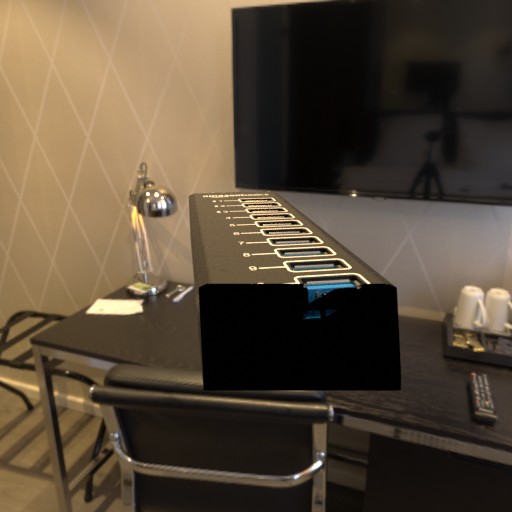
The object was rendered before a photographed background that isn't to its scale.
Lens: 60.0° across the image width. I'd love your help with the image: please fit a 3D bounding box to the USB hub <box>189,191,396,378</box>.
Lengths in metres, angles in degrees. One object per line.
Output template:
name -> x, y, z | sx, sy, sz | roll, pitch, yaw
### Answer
USB hub -> 0.000, 0.000, 0.158 | 0.044, 0.023, 0.145 | -3, 18, -9
